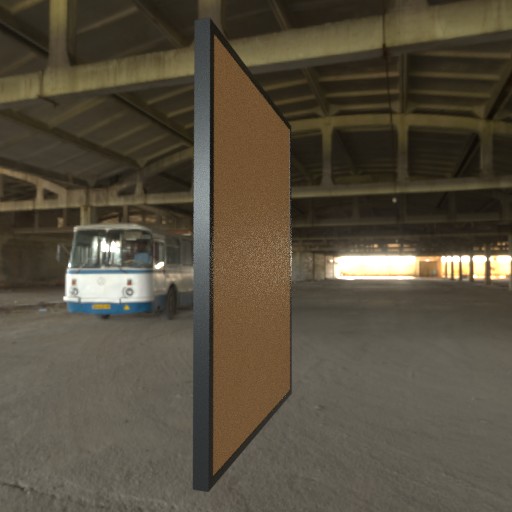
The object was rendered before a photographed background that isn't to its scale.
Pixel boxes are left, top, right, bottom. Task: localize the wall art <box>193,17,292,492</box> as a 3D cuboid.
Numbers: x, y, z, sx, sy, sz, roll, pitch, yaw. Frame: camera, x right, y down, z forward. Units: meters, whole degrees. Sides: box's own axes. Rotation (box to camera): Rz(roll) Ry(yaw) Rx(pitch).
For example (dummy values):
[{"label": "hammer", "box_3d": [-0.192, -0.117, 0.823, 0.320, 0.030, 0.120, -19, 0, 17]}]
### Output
[{"label": "wall art", "box_3d": [0.000, 0.000, 1.378, 0.039, 1.061, 0.804, -1, -2, 18]}]
